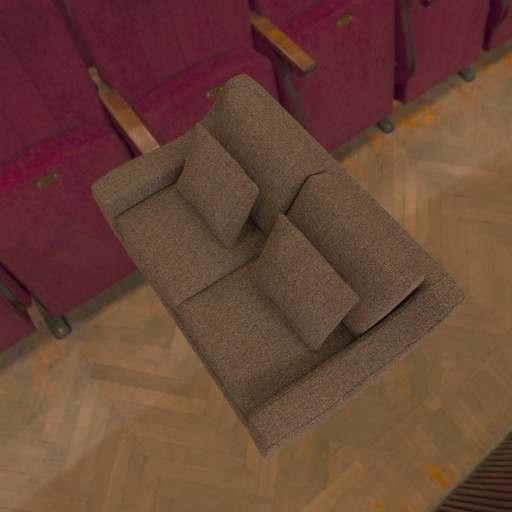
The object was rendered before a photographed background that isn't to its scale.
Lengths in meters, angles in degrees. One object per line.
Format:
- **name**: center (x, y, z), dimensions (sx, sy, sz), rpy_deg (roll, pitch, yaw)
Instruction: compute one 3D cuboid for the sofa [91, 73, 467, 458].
- **sofa**: center (0.000, 0.000, 2.450), dimensions (1.120, 0.991, 1.778), rpy_deg (-33, 68, -15)
